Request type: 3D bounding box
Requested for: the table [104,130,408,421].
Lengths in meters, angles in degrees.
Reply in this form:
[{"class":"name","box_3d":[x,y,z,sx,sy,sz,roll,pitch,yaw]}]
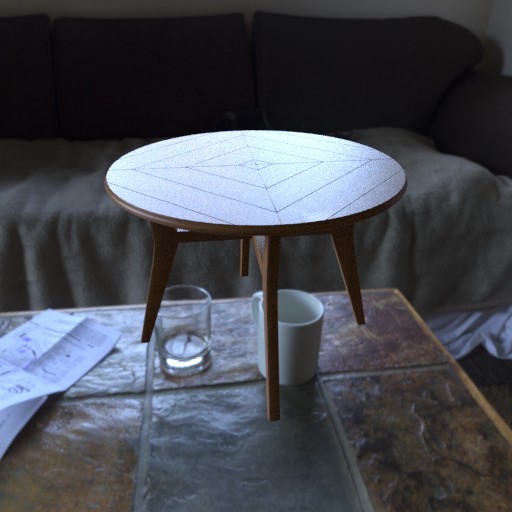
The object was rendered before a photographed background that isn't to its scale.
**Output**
[{"class":"table","box_3d":[0.000,0.000,1.786,1.055,0.757,1.055,0,29,0]}]
